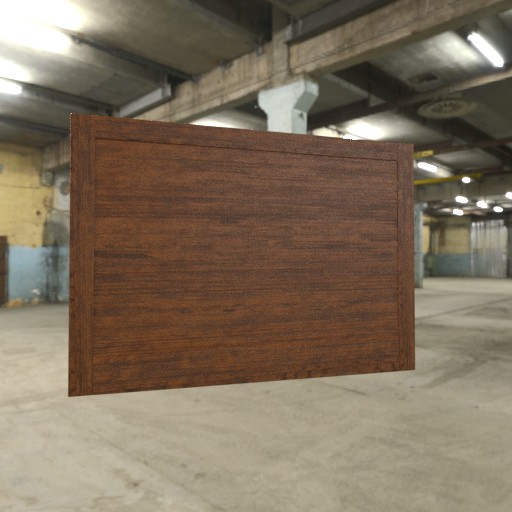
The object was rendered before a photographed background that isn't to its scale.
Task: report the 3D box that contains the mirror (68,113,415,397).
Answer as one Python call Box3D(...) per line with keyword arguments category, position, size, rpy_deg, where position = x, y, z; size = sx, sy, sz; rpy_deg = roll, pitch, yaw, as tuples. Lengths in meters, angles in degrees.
Box3D(category="mirror", position=(0.000, 0.000, 0.982), size=(0.758, 0.537, 0.084), rpy_deg=(0, -1, -16))
